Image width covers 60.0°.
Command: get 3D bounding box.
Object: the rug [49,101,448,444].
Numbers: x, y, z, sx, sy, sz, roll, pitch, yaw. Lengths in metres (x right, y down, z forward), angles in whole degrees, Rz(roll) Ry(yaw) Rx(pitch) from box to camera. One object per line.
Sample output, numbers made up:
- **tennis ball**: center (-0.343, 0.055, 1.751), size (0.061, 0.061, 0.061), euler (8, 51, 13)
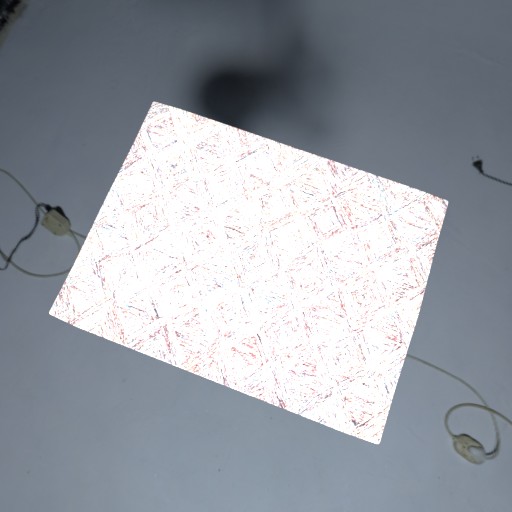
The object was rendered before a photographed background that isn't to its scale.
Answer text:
- **rug**: center (0.000, 0.000, 4.268), size (3.226, 0.024, 2.436), euler (20, 76, 5)
